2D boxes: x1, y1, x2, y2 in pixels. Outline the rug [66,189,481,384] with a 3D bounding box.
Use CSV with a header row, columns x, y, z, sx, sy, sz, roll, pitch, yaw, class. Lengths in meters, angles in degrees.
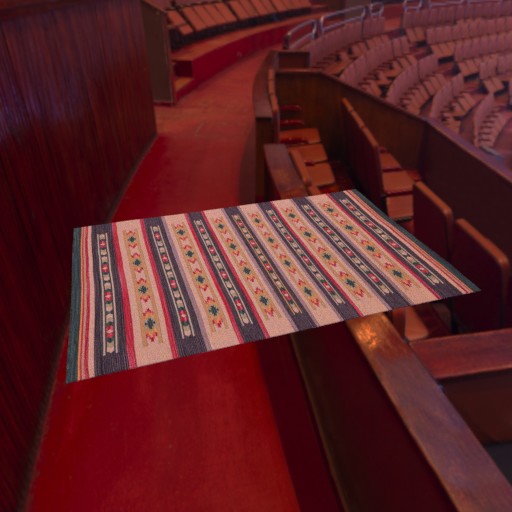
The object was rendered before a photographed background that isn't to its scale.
x,y,z,sx,sy,sz,roll,pitch,yaw,class
0.000,0.000,2.925,2.311,0.010,1.522,-10,34,-15,rug
